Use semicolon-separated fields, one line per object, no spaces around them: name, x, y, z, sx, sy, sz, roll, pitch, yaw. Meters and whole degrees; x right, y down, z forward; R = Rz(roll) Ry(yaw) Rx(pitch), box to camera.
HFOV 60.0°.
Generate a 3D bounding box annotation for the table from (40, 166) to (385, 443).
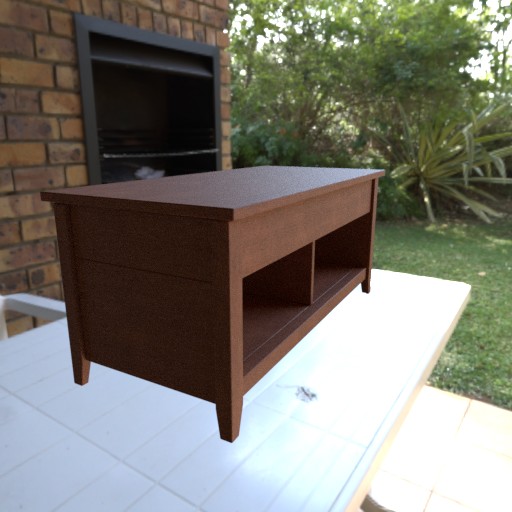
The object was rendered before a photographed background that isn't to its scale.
table;0.000;0.000;1.312;0.483;0.457;1.016;8;17;28
